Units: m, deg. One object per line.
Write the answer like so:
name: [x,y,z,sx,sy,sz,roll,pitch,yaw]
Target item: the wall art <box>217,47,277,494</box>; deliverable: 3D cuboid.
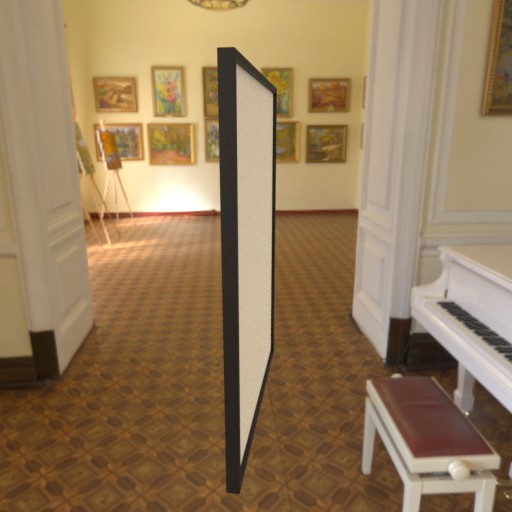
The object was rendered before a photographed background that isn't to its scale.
wall art: [0.000,0.000,1.400,0.036,1.070,0.802,2,15,8]
